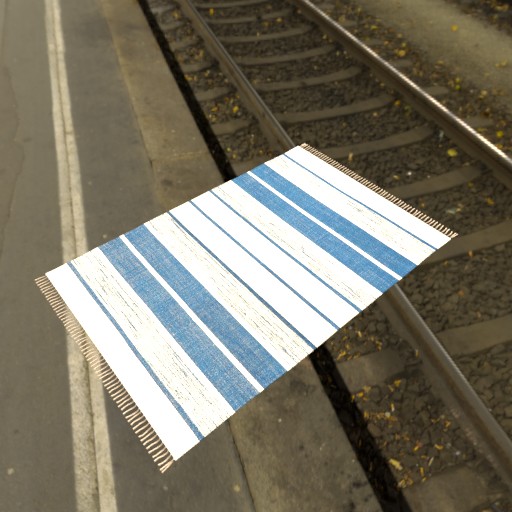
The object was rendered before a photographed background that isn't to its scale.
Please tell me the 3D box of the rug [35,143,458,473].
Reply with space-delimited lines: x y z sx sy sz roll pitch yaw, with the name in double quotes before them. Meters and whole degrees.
"rug" 0.000 0.000 2.983 2.441 0.010 1.532 -32 54 -26
